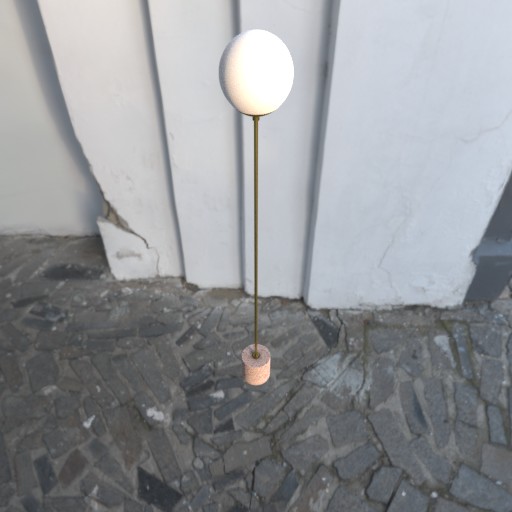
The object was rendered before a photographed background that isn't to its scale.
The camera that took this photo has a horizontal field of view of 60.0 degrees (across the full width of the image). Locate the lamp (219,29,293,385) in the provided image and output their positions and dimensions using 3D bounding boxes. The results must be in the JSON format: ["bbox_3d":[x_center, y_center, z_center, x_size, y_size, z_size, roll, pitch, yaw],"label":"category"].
[{"bbox_3d":[0.000,0.000,1.863,0.229,1.748,0.229,13,44,14],"label":"lamp"}]
